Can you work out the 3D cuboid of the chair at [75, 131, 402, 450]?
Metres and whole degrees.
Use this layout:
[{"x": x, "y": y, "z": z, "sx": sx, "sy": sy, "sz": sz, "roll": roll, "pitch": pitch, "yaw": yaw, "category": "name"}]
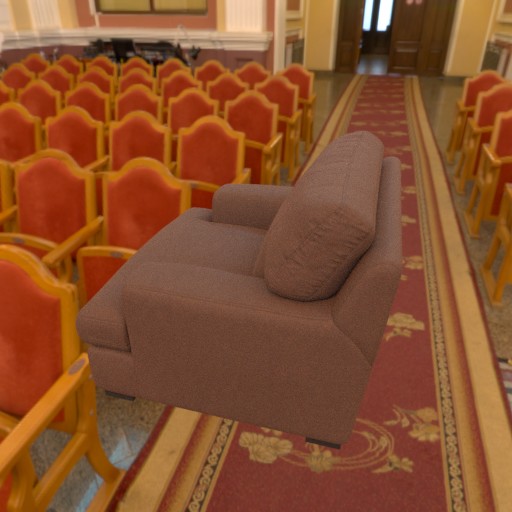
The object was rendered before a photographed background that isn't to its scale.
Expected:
[{"x": 0.000, "y": 0.000, "z": 1.955, "sx": 1.143, "sy": 0.940, "sz": 1.168, "roll": 8, "pitch": 30, "yaw": 14, "category": "chair"}]
